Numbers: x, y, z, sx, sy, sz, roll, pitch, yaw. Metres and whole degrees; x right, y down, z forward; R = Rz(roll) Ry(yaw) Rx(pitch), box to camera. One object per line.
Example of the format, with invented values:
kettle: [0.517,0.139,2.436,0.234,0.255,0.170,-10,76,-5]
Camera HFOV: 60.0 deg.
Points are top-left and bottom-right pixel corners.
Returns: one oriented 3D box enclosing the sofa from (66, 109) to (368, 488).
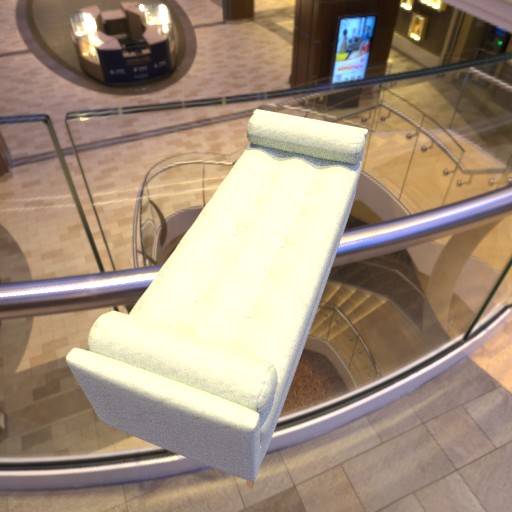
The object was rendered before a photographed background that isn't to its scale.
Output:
sofa: [0.000,0.000,2.461,0.796,0.705,2.102,15,48,14]
